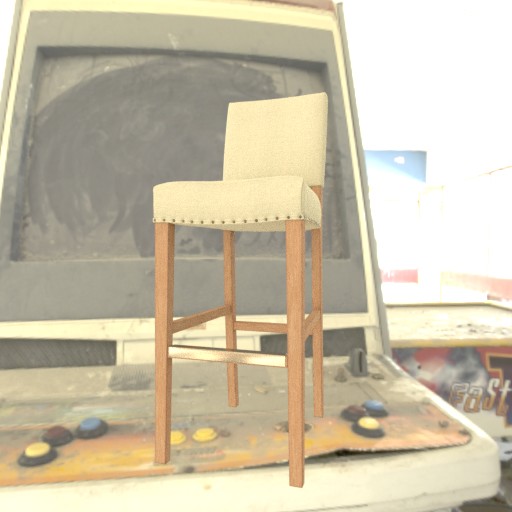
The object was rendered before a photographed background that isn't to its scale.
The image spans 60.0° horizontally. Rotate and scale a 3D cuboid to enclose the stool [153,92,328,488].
[{"bbox_3d":[0.000,0.000,1.407,0.428,1.143,0.546,0,1,18],"label":"stool"}]
